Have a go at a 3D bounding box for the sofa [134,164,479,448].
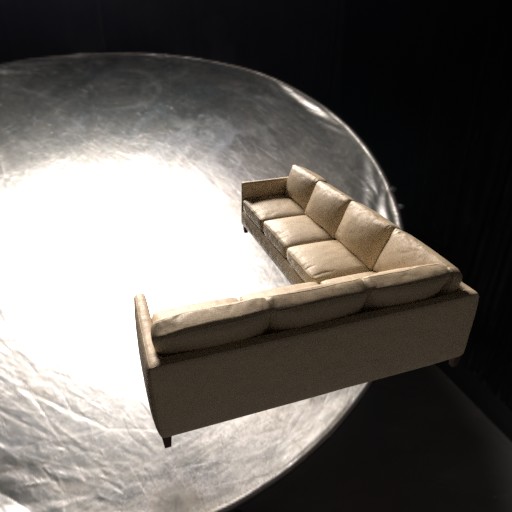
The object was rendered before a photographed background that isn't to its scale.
[{"bbox_3d":[0.000,0.000,4.528,2.593,0.947,3.302,-9,29,-17],"label":"sofa"}]
